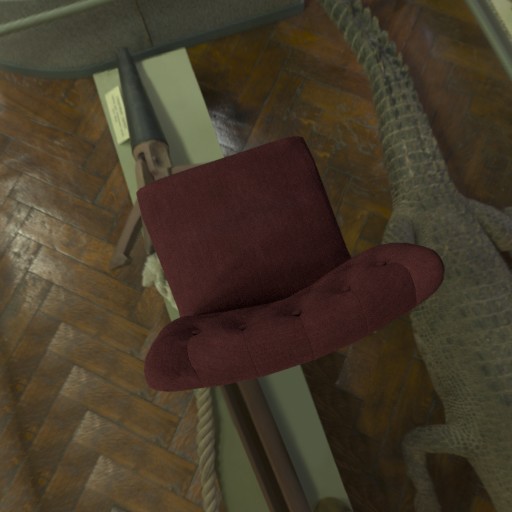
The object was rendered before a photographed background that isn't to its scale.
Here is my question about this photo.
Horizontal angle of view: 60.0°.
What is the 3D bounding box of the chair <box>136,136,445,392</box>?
[{"bbox_3d":[0.000,0.000,1.199,0.582,0.750,0.605,-19,76,-5],"label":"chair"}]
